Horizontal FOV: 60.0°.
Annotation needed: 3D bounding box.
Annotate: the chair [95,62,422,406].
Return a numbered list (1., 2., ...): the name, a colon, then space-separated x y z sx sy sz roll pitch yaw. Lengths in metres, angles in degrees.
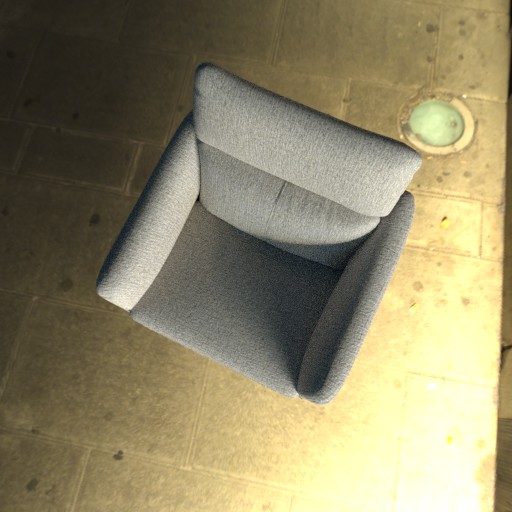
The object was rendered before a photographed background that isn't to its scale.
1. chair: 0.000 0.000 1.690 0.972 0.967 0.835 25 76 7
